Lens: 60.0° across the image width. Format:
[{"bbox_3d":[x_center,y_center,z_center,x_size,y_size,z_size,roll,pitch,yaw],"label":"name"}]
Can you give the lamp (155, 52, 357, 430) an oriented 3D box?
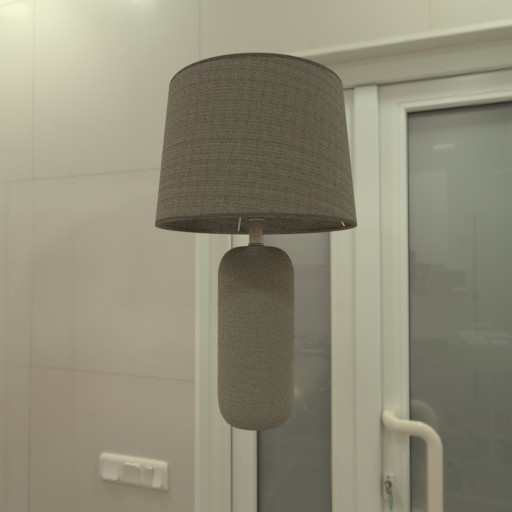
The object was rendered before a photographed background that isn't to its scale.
[{"bbox_3d":[0.000,0.000,0.823,0.367,0.609,0.367,0,-1,0],"label":"lamp"}]
